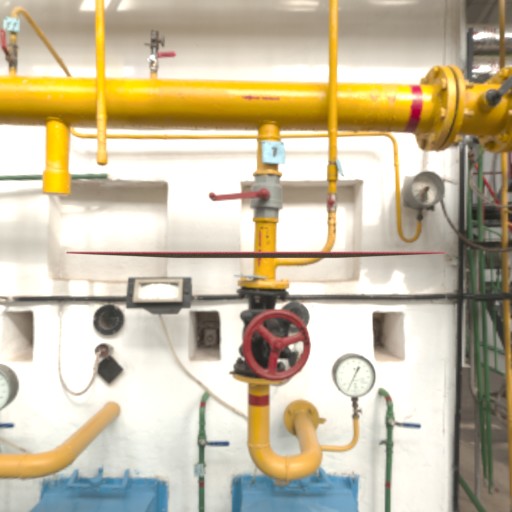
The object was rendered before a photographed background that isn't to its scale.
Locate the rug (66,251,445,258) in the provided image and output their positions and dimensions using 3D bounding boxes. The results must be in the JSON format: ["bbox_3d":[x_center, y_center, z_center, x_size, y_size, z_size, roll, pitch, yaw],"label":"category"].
[{"bbox_3d":[0.000,0.000,3.001,1.534,0.010,2.423,0,-1,0],"label":"rug"}]
